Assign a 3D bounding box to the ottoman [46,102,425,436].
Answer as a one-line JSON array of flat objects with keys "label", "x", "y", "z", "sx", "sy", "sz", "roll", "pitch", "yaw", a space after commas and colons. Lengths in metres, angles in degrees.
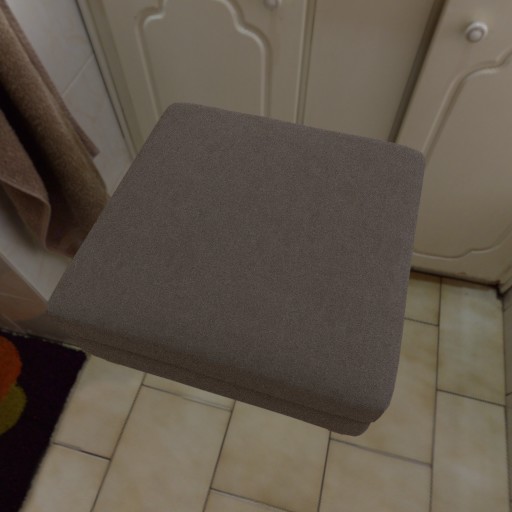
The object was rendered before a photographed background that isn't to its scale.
[{"label": "ottoman", "x": 0.000, "y": 0.000, "z": 1.407, "sx": 0.881, "sy": 0.482, "sz": 0.861, "roll": 14, "pitch": 59, "yaw": 9}]
